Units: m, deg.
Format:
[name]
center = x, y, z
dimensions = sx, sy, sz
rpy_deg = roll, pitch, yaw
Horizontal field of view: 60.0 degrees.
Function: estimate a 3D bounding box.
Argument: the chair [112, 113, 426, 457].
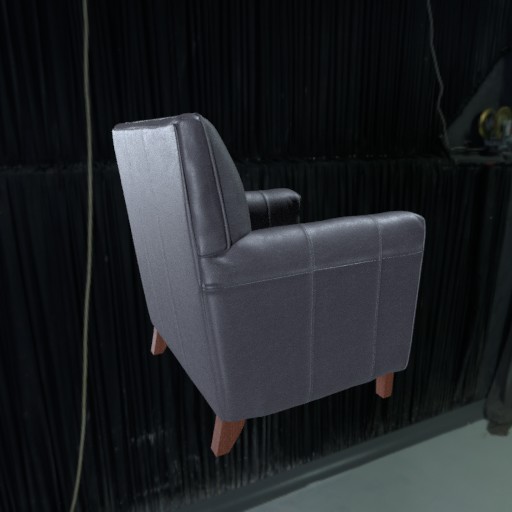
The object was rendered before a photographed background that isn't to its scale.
[chair]
center = 0.000, 0.000, 1.615
dimensions = 0.825, 0.943, 0.870
rpy_deg = -8, 17, -26
